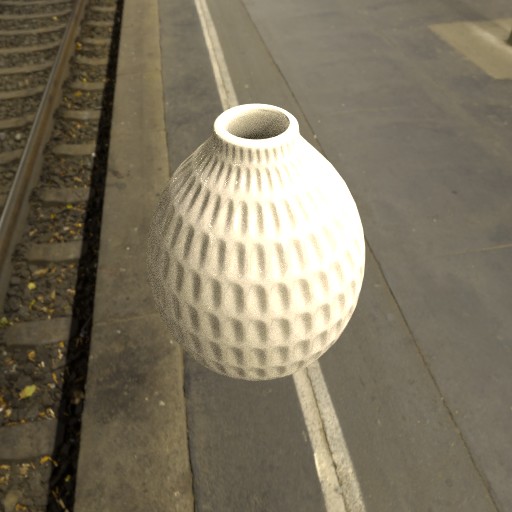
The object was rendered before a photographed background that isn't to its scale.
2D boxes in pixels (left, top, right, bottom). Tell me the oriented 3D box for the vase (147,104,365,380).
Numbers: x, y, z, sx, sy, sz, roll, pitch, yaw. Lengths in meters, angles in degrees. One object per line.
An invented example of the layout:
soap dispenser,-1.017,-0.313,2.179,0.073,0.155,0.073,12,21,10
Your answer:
vase,0.000,0.000,0.337,0.162,0.223,0.162,0,45,0
